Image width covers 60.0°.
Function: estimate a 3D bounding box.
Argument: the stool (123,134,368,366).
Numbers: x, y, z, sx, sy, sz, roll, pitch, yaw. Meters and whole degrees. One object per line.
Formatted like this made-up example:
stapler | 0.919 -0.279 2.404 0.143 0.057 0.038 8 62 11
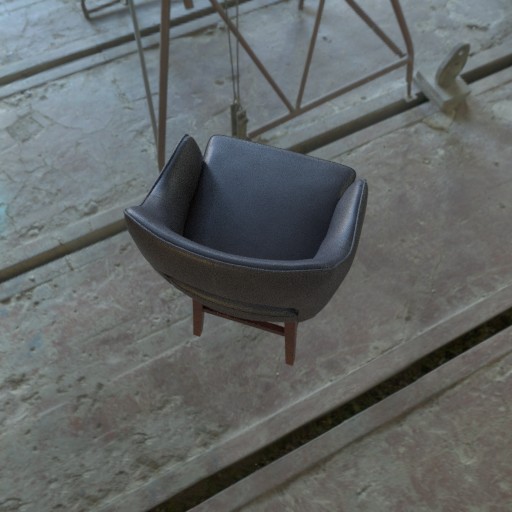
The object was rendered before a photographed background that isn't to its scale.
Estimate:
stool | 0.000 0.000 1.397 0.550 1.041 0.560 16 66 7
